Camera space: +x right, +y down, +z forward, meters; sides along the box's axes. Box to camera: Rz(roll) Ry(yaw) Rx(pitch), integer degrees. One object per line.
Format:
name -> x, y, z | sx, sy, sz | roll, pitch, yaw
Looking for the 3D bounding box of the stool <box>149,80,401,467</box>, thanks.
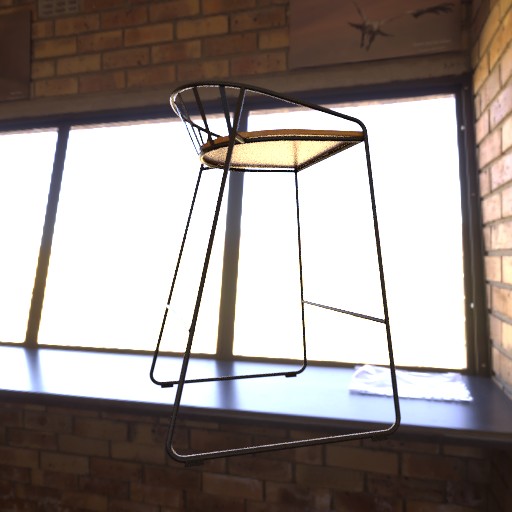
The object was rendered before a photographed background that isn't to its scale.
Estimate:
stool -> 0.000, 0.000, 1.176 | 0.521, 0.812, 0.546 | 0, 0, -17
